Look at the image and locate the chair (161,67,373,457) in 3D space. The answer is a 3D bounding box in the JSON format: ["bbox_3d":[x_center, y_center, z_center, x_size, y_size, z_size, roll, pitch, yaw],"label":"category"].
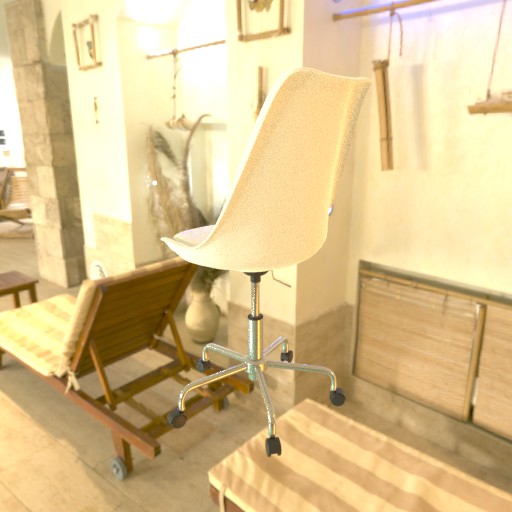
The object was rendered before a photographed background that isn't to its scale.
[{"bbox_3d":[0.000,0.000,1.261,0.550,0.930,0.550,14,21,42],"label":"chair"}]
